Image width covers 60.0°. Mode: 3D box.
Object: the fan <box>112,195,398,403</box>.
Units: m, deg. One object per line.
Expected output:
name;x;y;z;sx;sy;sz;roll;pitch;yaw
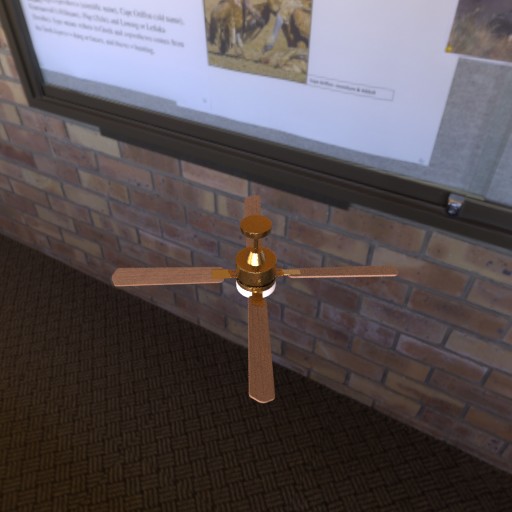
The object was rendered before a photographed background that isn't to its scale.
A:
fan;0.000;0.000;1.978;1.320;0.355;1.320;-1;41;-1
